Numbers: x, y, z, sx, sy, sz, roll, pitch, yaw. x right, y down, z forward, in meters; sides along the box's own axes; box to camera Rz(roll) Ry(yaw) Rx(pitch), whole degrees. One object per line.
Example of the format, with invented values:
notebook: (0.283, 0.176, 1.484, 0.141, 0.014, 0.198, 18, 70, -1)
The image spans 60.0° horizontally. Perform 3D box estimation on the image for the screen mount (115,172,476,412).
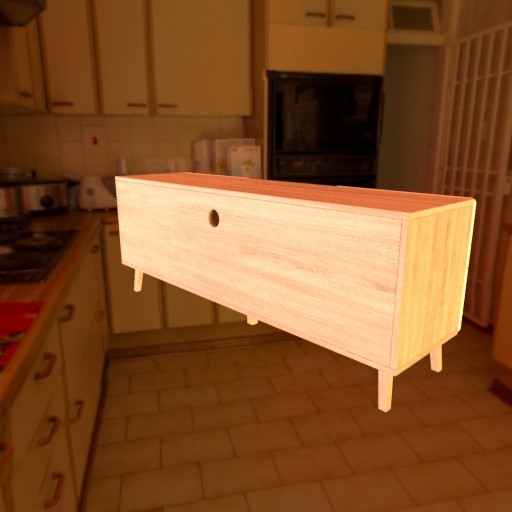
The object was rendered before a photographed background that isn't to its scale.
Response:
screen mount: (0.000, 0.000, 1.784, 0.420, 0.570, 1.500, -13, 20, -42)
